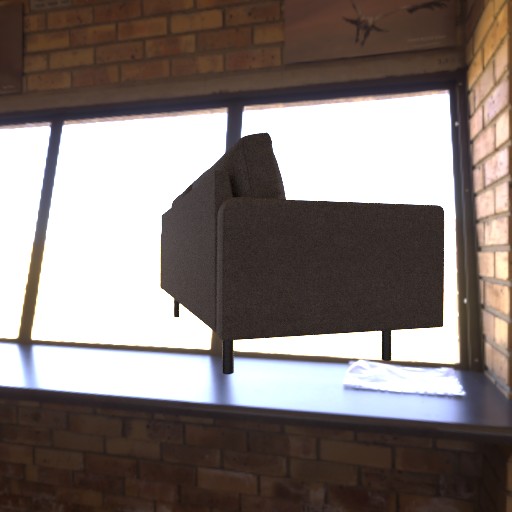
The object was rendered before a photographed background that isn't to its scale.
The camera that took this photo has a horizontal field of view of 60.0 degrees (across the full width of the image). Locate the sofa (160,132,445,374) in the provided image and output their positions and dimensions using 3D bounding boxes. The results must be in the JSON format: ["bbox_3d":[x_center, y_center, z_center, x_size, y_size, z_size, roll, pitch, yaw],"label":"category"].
[{"bbox_3d":[0.000,0.000,2.502,0.880,0.880,2.100,0,1,-17],"label":"sofa"}]
